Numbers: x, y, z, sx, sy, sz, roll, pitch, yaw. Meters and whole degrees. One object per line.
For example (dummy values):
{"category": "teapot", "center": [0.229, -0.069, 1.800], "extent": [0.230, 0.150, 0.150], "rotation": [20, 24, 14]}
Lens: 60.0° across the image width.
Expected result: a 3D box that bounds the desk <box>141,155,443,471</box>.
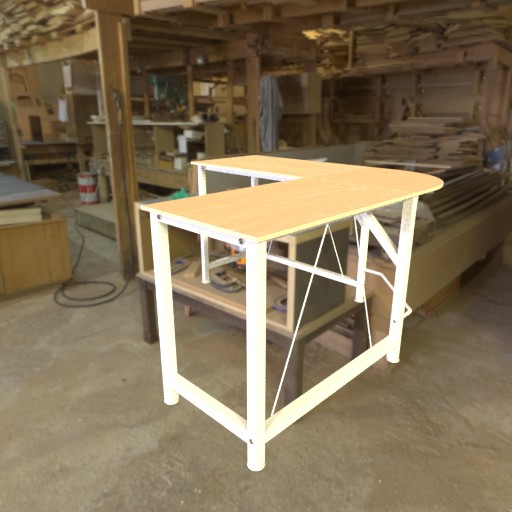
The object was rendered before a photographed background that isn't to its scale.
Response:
{"category": "desk", "center": [0.000, 0.000, 2.162], "extent": [1.400, 0.762, 1.400], "rotation": [18, 25, 42]}
